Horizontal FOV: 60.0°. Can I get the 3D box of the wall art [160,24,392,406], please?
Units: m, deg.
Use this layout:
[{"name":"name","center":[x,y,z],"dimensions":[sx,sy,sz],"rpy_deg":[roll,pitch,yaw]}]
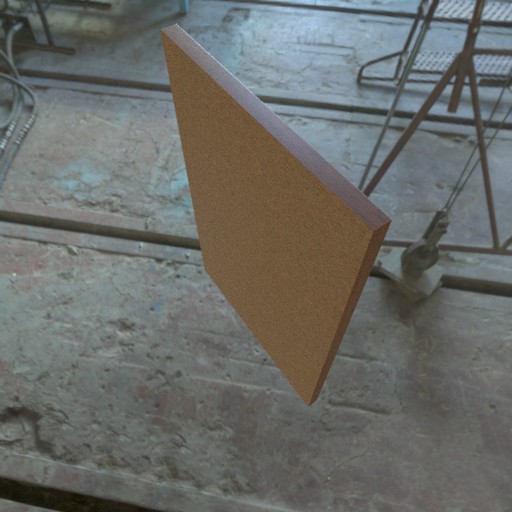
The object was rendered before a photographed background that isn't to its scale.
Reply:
[{"name":"wall art","center":[0.000,0.000,1.133],"dimensions":[0.037,0.914,0.610],"rpy_deg":[-31,62,-18]}]
